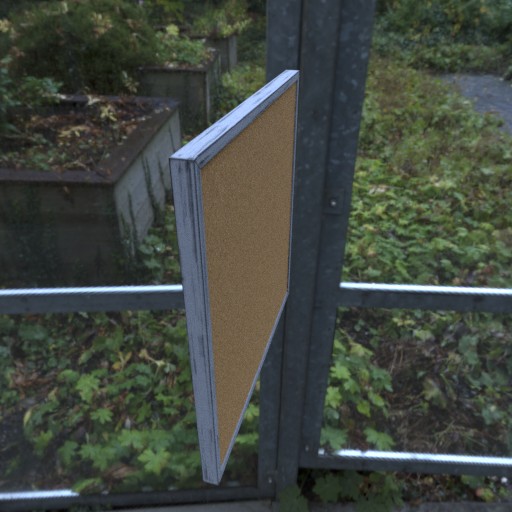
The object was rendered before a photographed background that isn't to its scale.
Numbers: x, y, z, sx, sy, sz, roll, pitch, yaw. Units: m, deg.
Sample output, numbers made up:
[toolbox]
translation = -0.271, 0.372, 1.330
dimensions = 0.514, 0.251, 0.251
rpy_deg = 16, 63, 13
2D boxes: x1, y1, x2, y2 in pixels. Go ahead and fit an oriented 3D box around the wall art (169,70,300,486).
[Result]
[wall art]
translation = 0.000, 0.000, 1.117
dimensions = 0.037, 0.761, 0.761
rpy_deg = 8, 33, 13
